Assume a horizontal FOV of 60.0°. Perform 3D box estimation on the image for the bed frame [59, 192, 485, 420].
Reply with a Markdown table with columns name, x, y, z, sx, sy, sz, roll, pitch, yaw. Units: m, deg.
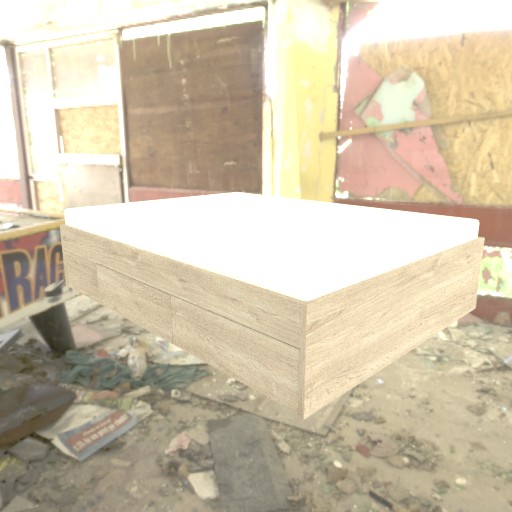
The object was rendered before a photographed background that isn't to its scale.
| name | x | y | z | sx | sy | sz | roll | pitch | yaw |
| --- | --- | --- | --- | --- | --- | --- | --- | --- | --- |
| bed frame | 0.000 | 0.000 | 2.544 | 1.448 | 0.490 | 1.944 | -13 | 19 | -42 |
